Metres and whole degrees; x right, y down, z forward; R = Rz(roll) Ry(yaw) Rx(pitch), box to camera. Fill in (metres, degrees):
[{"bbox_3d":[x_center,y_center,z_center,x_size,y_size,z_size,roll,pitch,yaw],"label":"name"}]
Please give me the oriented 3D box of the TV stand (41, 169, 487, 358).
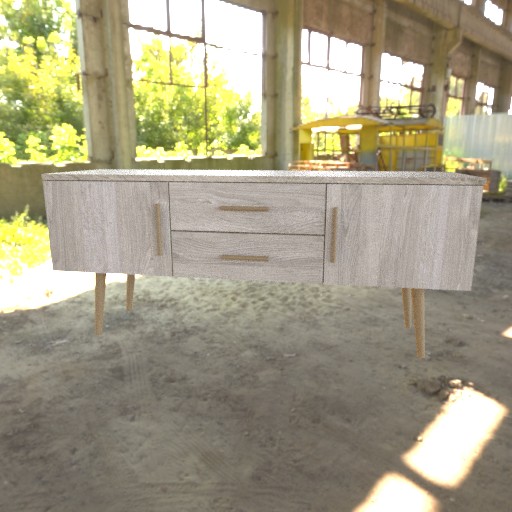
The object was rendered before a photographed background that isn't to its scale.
[{"bbox_3d":[0.000,0.000,1.532,1.313,0.565,0.401,2,14,9],"label":"TV stand"}]
